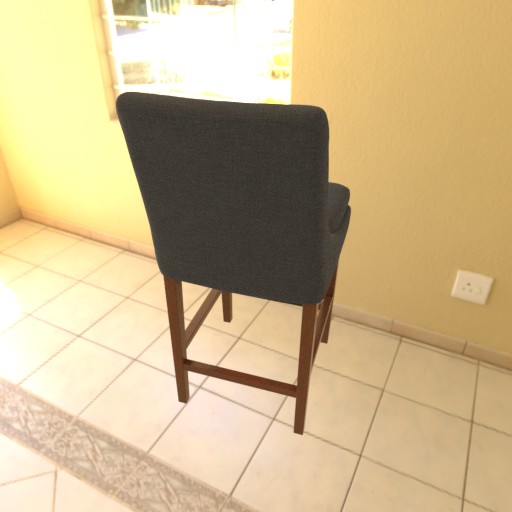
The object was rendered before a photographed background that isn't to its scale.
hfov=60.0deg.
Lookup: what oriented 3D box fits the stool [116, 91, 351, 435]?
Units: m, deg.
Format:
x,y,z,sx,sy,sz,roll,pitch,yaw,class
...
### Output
x,y,z,sx,sy,sz,roll,pitch,yaw,class
0.000,0.000,1.274,0.470,0.981,0.577,10,34,15,stool
